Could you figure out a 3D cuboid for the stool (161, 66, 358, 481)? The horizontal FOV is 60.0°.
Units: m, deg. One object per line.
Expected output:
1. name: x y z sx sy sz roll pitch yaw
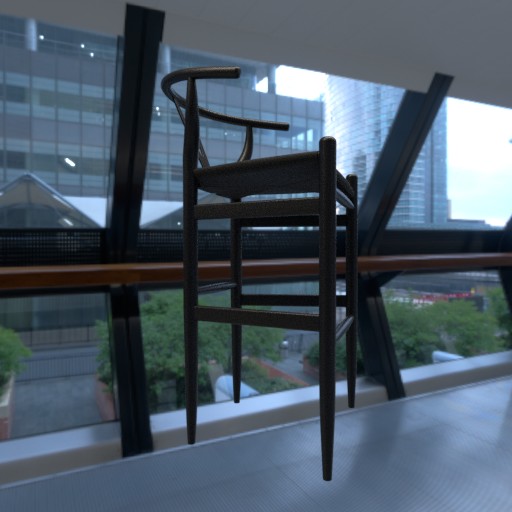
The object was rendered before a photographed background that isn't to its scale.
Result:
1. stool: 0.000 0.000 1.399 0.579 1.072 0.569 0 0 18
